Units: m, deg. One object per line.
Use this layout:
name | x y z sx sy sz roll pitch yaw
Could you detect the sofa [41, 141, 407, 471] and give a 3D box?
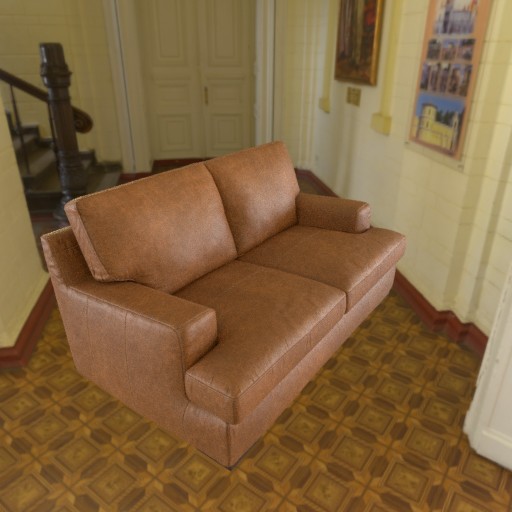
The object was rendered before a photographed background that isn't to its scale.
sofa | 0.000 0.000 2.486 1.144 0.966 1.880 17 31 32
